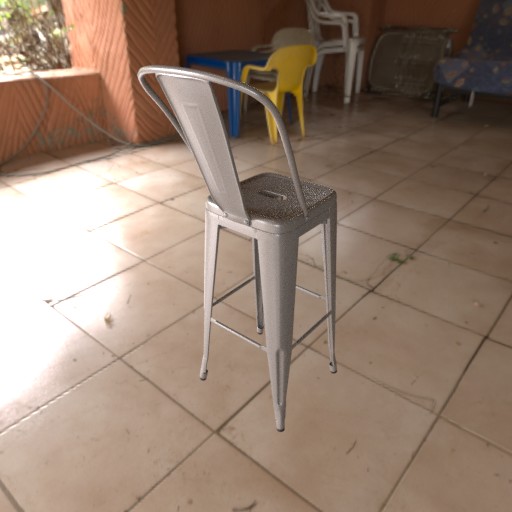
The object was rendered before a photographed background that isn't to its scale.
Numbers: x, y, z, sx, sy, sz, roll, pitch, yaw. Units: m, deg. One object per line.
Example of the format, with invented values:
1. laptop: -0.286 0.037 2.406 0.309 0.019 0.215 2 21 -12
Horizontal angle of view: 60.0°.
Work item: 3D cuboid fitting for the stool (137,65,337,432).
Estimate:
1. stool: 0.000 0.000 1.325 0.399 1.096 0.513 22 37 33
